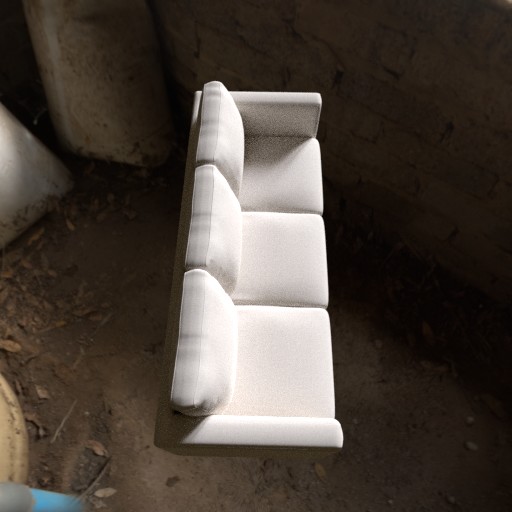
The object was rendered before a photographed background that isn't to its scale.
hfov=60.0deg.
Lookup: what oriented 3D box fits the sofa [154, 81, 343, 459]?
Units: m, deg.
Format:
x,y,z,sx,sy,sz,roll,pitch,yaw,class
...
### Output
x,y,z,sx,sy,sz,roll,pitch,yaw,class
0.000,0.000,2.477,0.802,0.912,2.029,1,63,1,sofa
